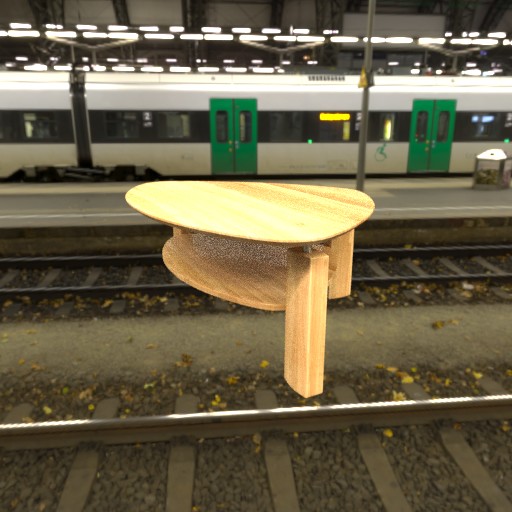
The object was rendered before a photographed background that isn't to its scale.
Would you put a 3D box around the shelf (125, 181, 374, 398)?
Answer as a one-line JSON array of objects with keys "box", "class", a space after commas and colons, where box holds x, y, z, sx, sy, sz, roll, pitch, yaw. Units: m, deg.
[{"box": [0.000, 0.000, 1.632, 0.863, 0.439, 1.240, -8, 18, -26], "class": "shelf"}]
